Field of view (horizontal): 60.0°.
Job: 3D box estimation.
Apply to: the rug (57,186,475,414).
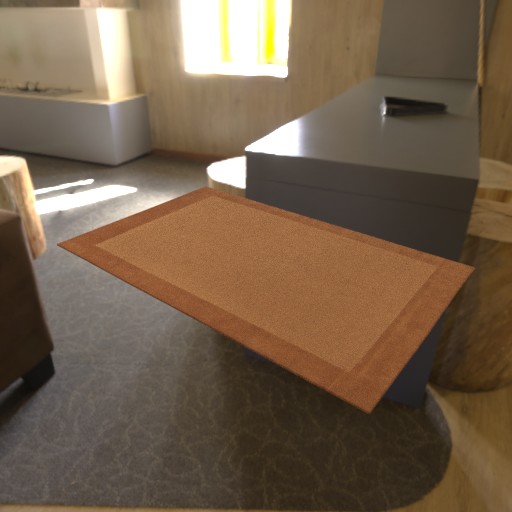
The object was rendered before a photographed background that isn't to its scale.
[{"bbox_3d":[0.000,0.000,3.030,2.438,0.014,1.524,21,35,33],"label":"rug"}]
